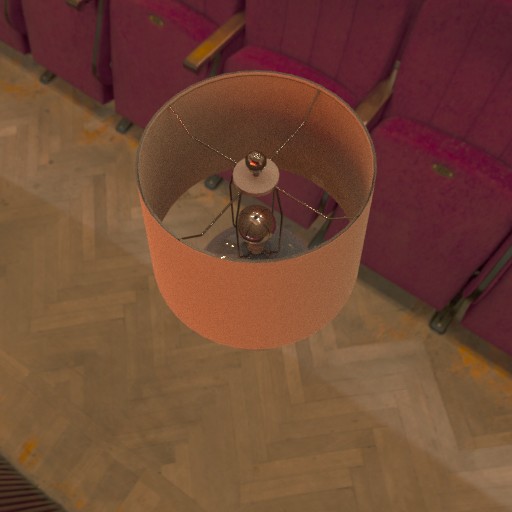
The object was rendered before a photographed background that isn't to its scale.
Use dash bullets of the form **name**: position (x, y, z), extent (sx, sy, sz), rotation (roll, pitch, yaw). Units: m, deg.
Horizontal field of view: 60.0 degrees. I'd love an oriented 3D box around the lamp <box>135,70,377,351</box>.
- **lamp**: position (0.000, 0.000, 0.551), extent (0.247, 0.387, 0.247), rotation (0, 63, 0)
